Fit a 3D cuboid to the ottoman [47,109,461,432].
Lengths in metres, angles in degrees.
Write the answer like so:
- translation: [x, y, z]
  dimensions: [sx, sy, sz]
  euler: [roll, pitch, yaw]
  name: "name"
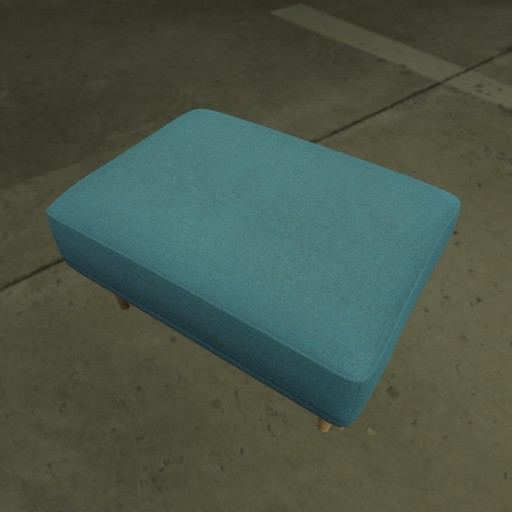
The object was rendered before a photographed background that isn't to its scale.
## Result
- translation: [0.000, 0.000, 1.056]
  dimensions: [0.749, 0.428, 0.549]
  euler: [25, 51, 22]
  name: "ottoman"
